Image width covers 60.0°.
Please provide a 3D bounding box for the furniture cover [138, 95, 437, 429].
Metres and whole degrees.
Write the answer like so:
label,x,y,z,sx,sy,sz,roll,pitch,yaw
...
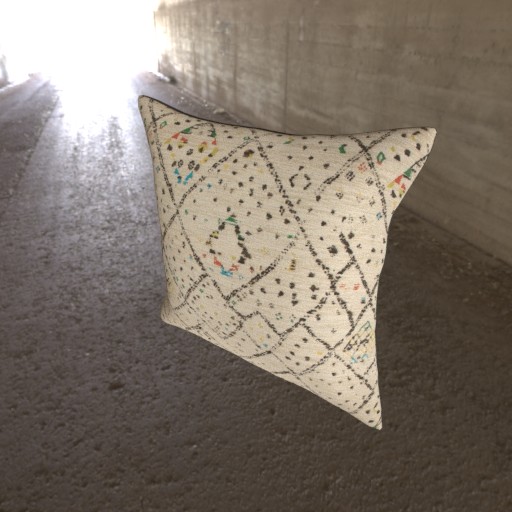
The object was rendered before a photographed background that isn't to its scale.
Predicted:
label,x,y,z,sx,sy,sz,roll,pitch,yaw
furniture cover,0.000,0.000,0.767,0.525,0.498,0.180,19,33,31
